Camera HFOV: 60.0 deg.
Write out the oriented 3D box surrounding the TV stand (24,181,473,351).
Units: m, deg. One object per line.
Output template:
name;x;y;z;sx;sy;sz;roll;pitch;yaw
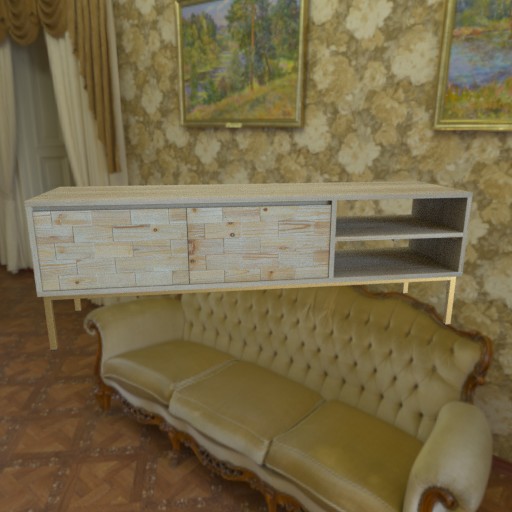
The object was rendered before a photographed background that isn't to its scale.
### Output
TV stand;0.000;0.000;1.840;1.600;0.550;0.420;-2;15;-8
